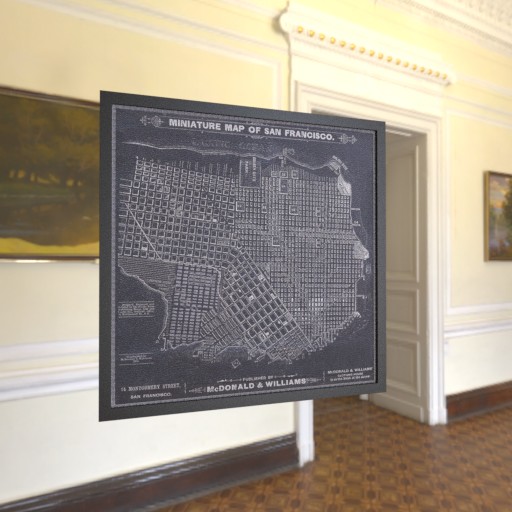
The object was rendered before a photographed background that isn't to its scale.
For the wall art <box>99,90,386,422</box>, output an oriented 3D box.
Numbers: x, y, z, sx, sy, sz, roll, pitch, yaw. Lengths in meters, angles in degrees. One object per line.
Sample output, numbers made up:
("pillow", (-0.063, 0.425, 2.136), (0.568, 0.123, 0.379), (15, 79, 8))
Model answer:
("wall art", (0.000, 0.000, 1.211), (0.807, 0.807, 0.022), (0, -1, -18))
